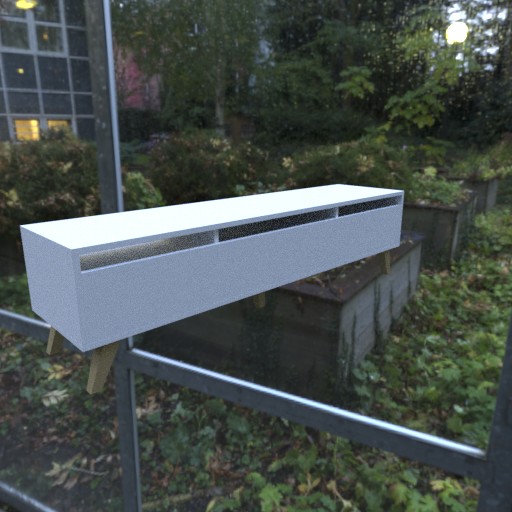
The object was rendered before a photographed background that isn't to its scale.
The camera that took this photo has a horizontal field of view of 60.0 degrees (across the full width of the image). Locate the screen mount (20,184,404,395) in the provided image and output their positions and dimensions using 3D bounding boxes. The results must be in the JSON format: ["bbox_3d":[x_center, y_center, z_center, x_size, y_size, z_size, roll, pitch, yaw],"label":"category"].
[{"bbox_3d":[0.000,0.000,1.841,1.644,0.432,0.399,-14,21,-42],"label":"screen mount"}]
